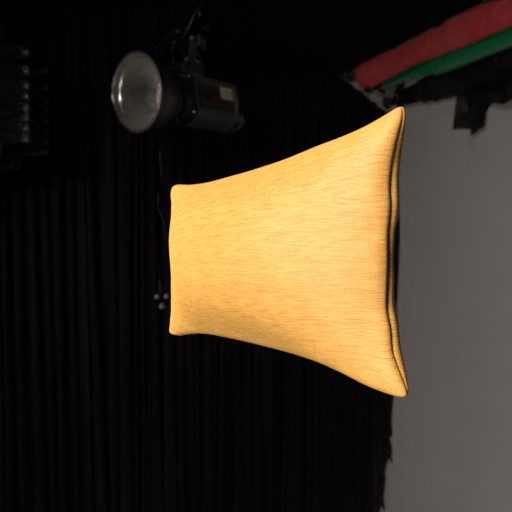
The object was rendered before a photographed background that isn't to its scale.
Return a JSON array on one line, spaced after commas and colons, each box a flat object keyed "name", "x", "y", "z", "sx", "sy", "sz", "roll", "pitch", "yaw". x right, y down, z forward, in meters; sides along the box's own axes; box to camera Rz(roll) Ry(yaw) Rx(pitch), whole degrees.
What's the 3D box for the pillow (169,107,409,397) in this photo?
[{"name": "pillow", "x": 0.000, "y": 0.000, "z": 0.794, "sx": 0.210, "sy": 0.354, "sz": 0.634, "roll": 1, "pitch": -2, "yaw": -36}]
